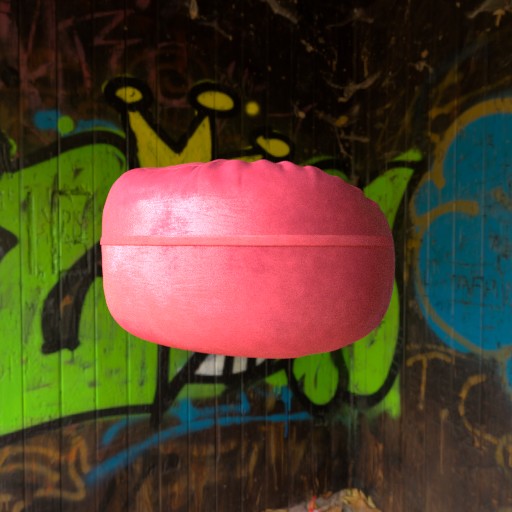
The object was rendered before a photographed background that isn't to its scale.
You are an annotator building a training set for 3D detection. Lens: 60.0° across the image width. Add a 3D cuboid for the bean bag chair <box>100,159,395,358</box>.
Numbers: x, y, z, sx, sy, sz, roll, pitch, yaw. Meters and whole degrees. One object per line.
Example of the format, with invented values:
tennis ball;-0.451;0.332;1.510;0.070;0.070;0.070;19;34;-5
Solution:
bean bag chair;0.000;0.000;2.454;1.524;0.878;1.524;1;2;35
